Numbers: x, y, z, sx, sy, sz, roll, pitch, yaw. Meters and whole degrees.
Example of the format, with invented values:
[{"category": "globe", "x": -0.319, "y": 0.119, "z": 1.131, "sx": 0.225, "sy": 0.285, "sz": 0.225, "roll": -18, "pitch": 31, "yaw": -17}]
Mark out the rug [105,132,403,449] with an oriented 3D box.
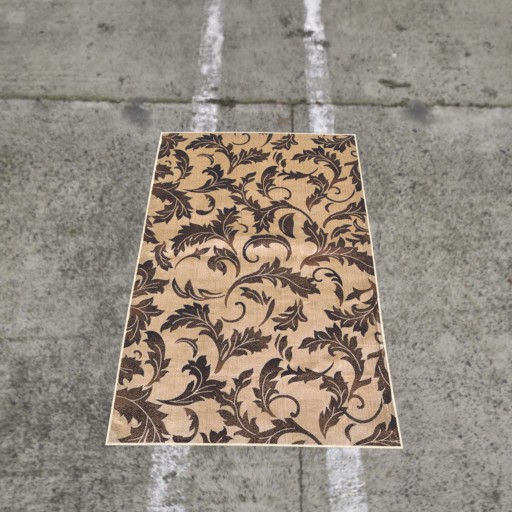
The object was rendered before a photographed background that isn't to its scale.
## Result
[{"category": "rug", "x": 0.000, "y": 0.000, "z": 2.851, "sx": 1.522, "sy": 0.008, "sz": 2.284, "roll": 1, "pitch": 58, "yaw": 0}]
